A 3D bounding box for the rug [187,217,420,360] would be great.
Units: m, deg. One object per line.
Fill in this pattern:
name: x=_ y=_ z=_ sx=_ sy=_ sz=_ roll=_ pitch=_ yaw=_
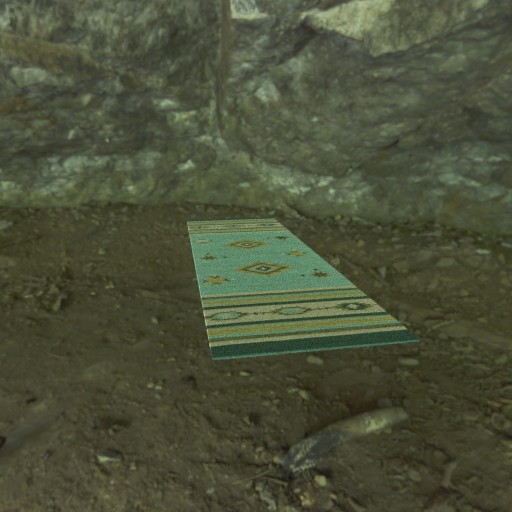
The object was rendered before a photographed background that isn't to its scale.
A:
rug: x=0.000 y=0.000 z=2.682 sx=0.744 sy=0.010 sz=2.441 roll=-3 pitch=16 yaw=-10
